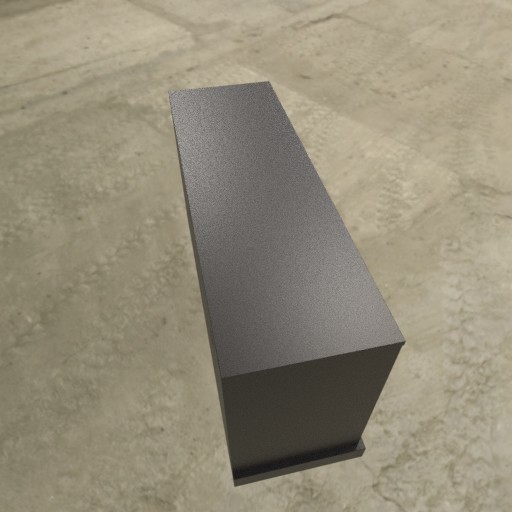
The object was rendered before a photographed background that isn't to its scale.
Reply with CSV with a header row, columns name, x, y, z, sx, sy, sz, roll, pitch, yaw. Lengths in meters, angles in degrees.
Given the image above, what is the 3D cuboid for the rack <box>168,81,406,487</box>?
name,x,y,z,sx,sy,sz,roll,pitch,yaw
rack,0.000,0.000,1.501,0.399,0.635,1.206,-9,48,-9
